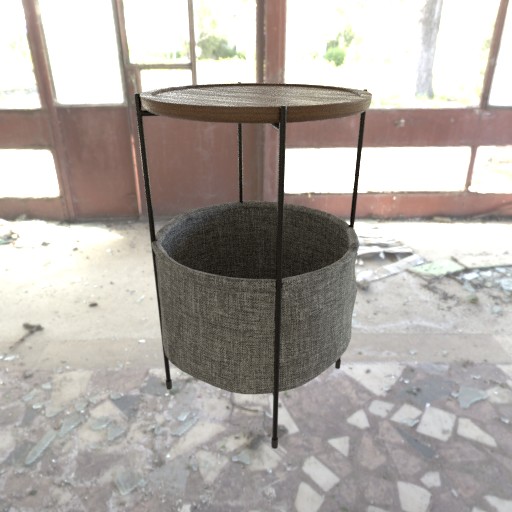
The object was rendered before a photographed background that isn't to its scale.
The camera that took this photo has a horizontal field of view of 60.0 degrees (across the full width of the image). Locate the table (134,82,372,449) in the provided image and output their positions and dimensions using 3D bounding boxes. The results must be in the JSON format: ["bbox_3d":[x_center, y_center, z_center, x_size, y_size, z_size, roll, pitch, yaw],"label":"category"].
[{"bbox_3d":[0.000,0.000,0.890,0.400,0.623,0.400,17,30,31],"label":"table"}]
